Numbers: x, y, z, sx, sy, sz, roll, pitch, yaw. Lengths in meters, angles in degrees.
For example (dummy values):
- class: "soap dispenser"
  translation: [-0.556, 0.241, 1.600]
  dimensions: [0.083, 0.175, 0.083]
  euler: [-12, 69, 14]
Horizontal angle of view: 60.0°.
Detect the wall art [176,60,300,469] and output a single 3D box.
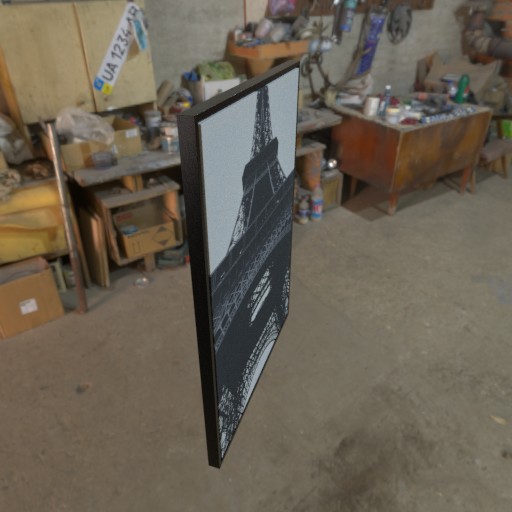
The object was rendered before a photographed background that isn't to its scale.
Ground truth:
- class: "wall art"
  translation: [0.000, 0.000, 1.421]
  dimensions: [0.040, 1.062, 0.805]
  euler: [10, 32, 16]
